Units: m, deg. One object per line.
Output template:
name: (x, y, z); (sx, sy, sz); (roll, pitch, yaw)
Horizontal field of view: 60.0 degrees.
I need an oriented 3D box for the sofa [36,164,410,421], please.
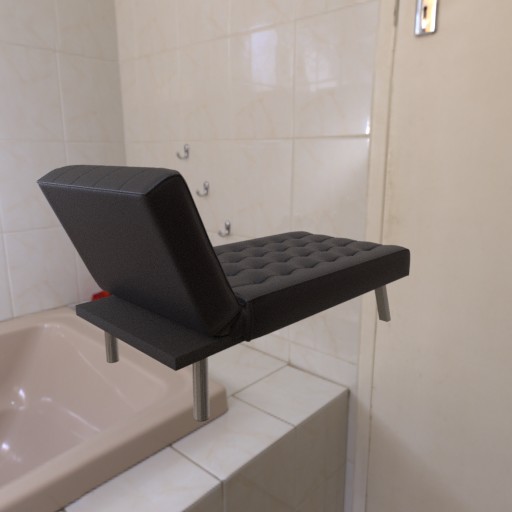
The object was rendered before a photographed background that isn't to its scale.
sofa: (0.000, 0.000, 1.996); (0.760, 0.820, 1.560); (12, 18, 43)
